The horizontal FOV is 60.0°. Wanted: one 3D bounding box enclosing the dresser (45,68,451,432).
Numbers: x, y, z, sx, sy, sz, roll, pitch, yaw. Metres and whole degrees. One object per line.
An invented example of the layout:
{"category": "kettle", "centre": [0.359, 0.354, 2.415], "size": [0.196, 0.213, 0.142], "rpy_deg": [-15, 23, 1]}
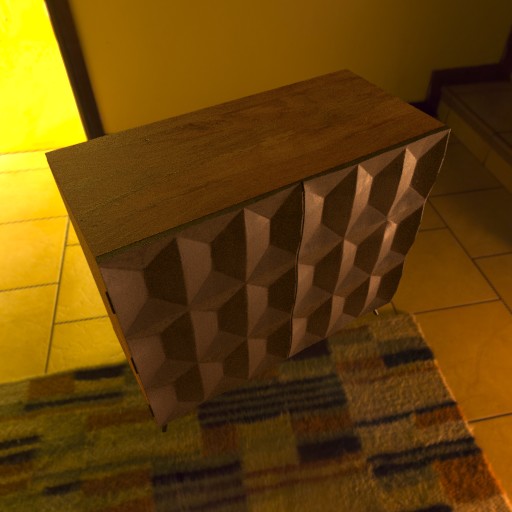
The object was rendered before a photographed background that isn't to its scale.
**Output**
{"category": "dresser", "centre": [0.000, 0.000, 1.439], "size": [0.967, 0.847, 0.446], "rpy_deg": [-23, 50, -21]}
